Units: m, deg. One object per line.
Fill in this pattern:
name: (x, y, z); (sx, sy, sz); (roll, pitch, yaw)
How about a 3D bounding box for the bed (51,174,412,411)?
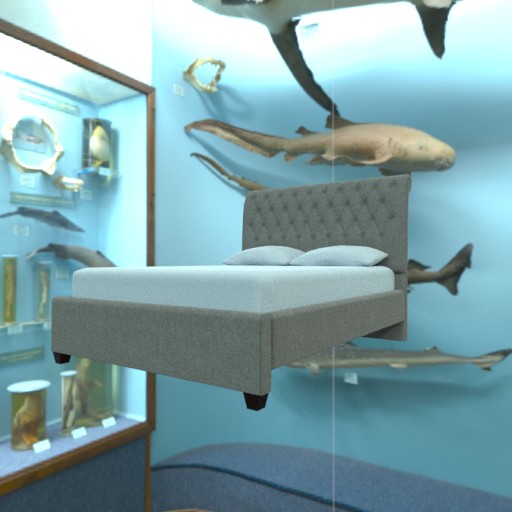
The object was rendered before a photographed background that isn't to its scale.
bed: (0.000, 0.000, 3.290); (1.645, 1.371, 2.252); (0, -1, 35)
